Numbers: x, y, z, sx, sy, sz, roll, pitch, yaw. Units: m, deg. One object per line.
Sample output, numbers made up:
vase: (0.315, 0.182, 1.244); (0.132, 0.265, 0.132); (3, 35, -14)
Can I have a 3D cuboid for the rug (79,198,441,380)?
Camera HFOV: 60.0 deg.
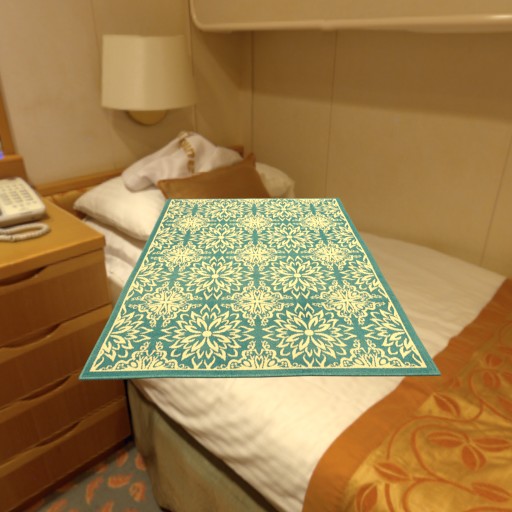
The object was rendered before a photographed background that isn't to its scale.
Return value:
rug: (0.000, 0.000, 3.473); (1.830, 0.018, 2.769); (0, 26, -1)
